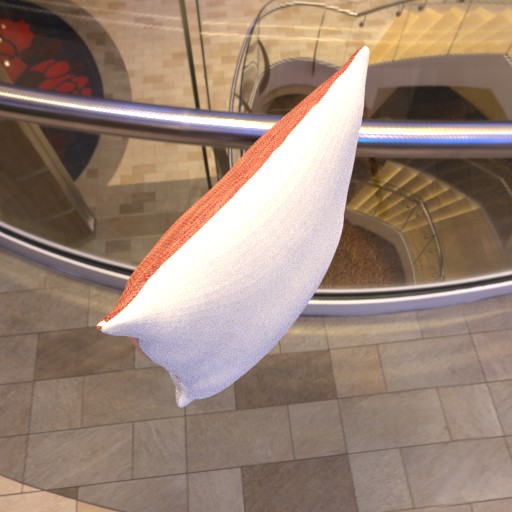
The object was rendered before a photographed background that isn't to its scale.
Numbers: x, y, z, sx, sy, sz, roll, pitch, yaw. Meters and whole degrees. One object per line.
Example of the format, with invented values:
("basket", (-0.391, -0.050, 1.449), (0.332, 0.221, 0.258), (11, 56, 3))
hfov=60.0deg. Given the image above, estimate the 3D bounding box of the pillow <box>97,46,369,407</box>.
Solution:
("pillow", (0.000, 0.000, 0.637), (0.182, 0.441, 0.440), (35, 68, 16))
